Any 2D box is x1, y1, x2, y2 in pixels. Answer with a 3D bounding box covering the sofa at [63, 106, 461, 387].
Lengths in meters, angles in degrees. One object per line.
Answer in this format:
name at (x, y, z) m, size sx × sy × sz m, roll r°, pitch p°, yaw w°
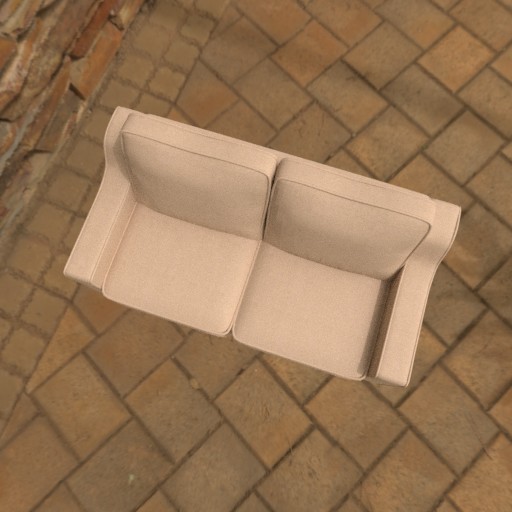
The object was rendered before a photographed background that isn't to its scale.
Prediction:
sofa at (0.000, 0.000, 3.478) m, size 2.587 × 1.562 × 1.351 m, roll 17°, pitch 76°, yaw 4°
